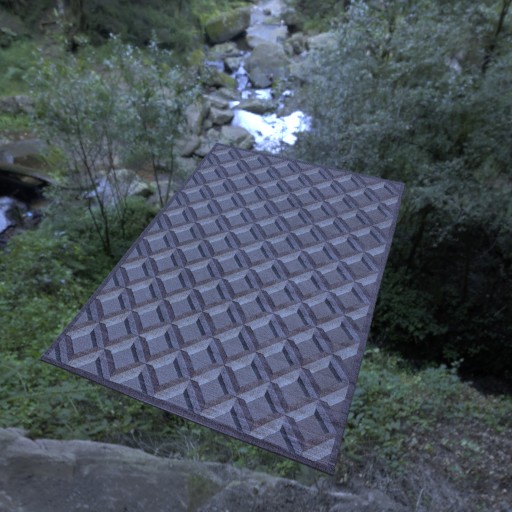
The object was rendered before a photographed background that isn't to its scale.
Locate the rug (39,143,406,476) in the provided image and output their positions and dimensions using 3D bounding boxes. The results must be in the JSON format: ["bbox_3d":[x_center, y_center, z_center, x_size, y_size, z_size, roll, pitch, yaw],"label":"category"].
[{"bbox_3d":[0.000,0.000,2.869,1.600,0.013,2.260,16,48,14],"label":"rug"}]
